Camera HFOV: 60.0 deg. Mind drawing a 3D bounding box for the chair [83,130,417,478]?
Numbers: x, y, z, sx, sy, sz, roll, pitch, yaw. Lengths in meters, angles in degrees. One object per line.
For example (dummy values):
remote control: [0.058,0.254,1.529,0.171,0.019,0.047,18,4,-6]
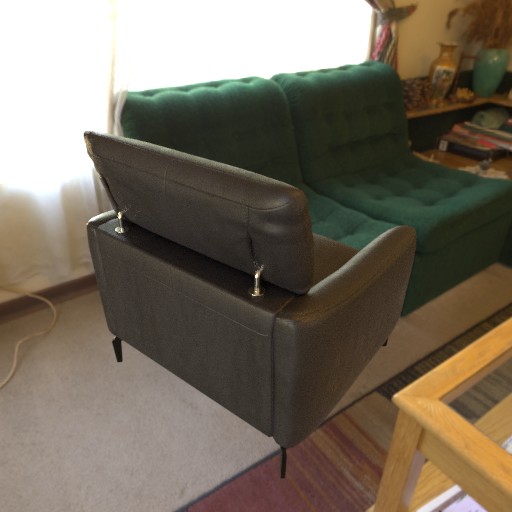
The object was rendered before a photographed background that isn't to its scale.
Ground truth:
chair: [0.000,0.000,1.634,0.976,0.949,0.809,22,37,32]
